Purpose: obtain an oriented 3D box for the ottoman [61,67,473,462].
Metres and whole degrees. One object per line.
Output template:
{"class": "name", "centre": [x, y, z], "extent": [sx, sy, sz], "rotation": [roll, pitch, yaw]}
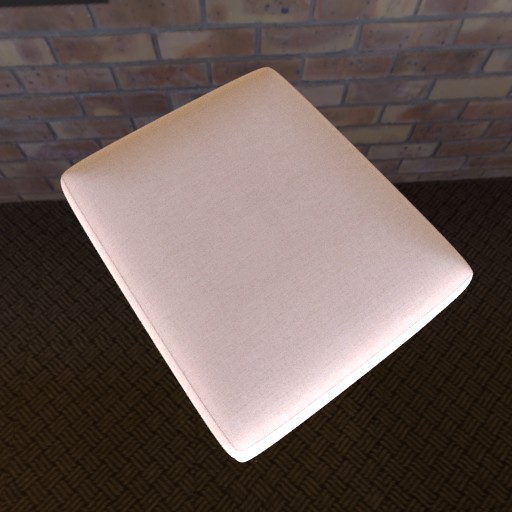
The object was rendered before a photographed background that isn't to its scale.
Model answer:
{"class": "ottoman", "centre": [0.000, 0.000, 1.171], "extent": [0.657, 0.453, 0.794], "rotation": [-33, 69, -14]}
